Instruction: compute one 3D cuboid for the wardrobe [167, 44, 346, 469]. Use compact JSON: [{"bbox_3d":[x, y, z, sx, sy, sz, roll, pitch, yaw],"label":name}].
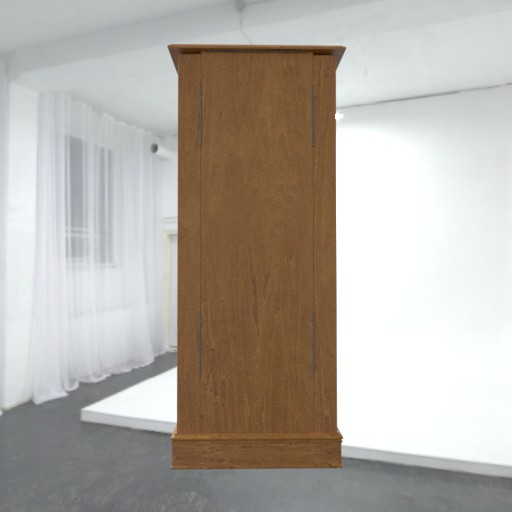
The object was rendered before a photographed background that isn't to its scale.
[{"bbox_3d":[0.000,0.000,1.134,0.406,0.959,0.273,0,-1,-1],"label":"wardrobe"}]
